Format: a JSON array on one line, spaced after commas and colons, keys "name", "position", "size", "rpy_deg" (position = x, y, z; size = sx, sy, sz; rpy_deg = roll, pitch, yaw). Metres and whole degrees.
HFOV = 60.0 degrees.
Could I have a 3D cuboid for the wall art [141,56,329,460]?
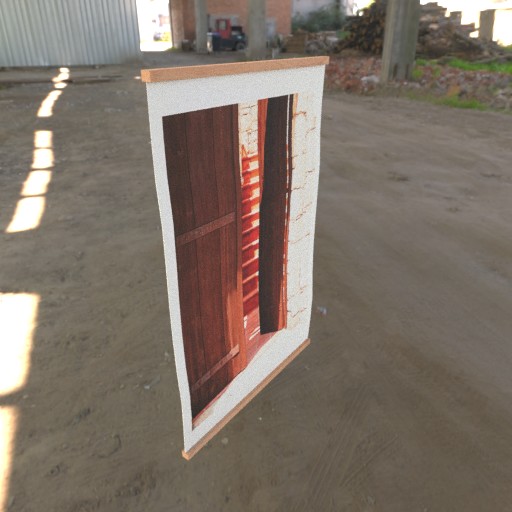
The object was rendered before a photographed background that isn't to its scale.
[{"name": "wall art", "position": [0.000, 0.000, 0.632], "size": [0.012, 0.508, 0.332], "rpy_deg": [19, 32, 33]}]
